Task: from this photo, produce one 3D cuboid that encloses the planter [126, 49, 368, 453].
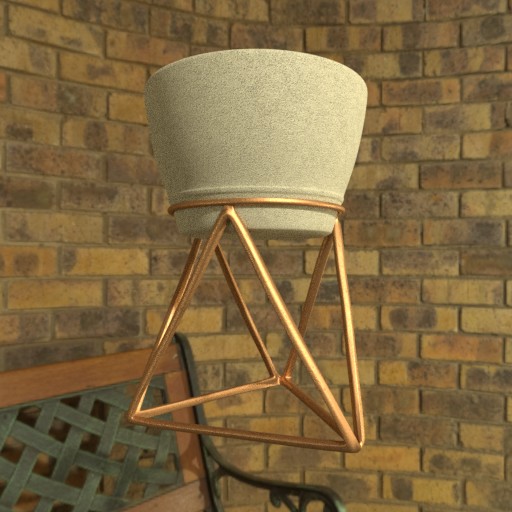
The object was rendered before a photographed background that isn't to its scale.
[{"bbox_3d":[0.000,0.000,0.712,0.350,0.504,0.350,0,0,17],"label":"planter"}]
